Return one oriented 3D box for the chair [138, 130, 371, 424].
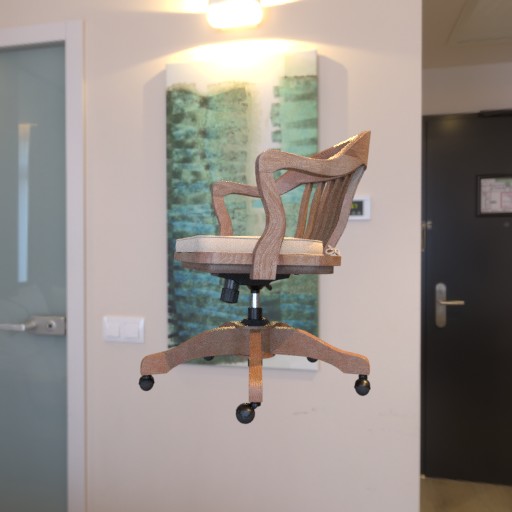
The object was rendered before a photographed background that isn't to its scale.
[{"bbox_3d":[0.000,0.000,1.537,0.788,0.878,0.750,0,1,-18],"label":"chair"}]
